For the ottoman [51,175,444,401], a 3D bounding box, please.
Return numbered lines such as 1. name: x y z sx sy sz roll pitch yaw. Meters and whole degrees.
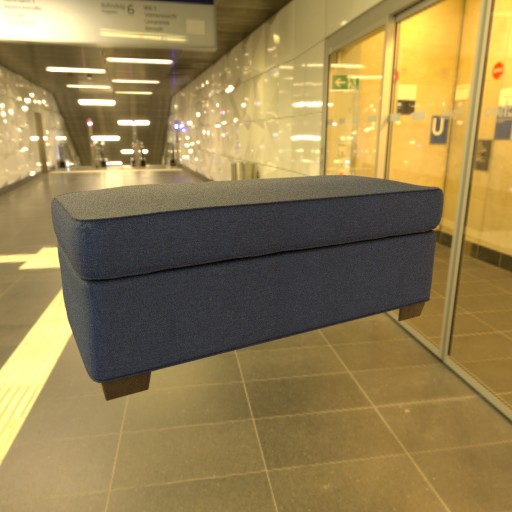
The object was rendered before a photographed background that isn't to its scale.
1. ottoman: 0.000 0.000 1.390 1.110 0.460 0.515 -8 17 -28
